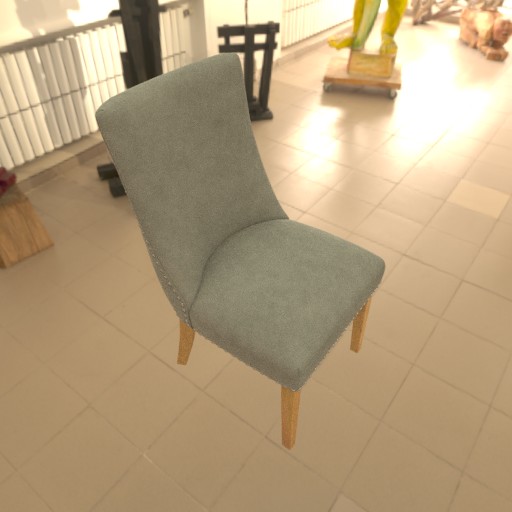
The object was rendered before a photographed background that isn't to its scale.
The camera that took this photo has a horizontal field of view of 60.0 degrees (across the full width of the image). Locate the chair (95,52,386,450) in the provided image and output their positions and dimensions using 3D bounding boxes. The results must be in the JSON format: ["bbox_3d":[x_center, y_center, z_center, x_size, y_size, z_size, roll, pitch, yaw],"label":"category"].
[{"bbox_3d":[0.000,0.000,1.256,0.610,0.902,0.495,27,48,26],"label":"chair"}]
